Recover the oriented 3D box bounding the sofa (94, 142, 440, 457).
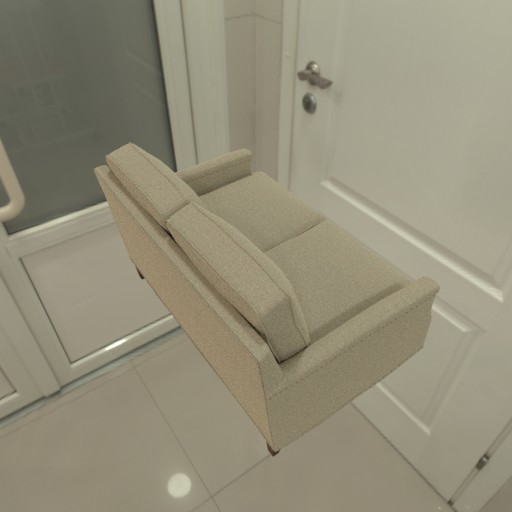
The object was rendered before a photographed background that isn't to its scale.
[{"bbox_3d":[0.000,0.000,2.365,1.084,1.003,1.597,-26,48,-26],"label":"sofa"}]
